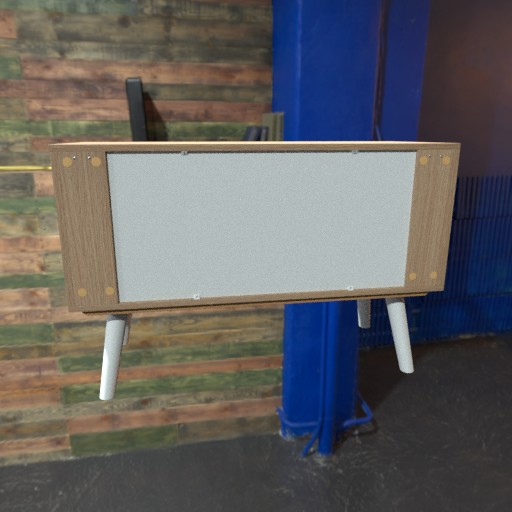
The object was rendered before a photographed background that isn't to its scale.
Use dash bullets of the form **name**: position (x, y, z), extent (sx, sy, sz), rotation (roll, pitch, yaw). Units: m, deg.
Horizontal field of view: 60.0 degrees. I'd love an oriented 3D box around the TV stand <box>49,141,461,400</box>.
- **TV stand**: position (0.000, 0.000, 1.331), extent (0.991, 0.660, 0.407), rotation (-2, 15, -9)
